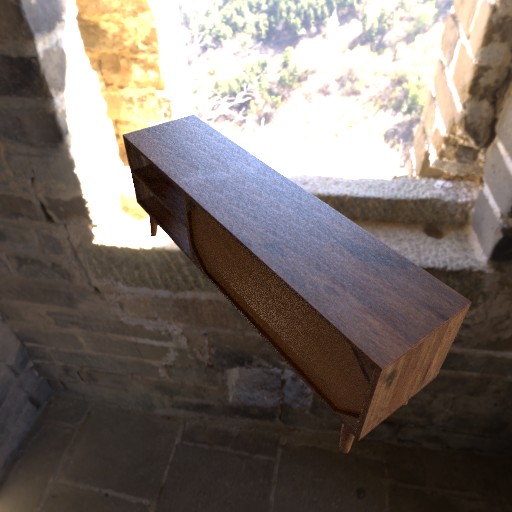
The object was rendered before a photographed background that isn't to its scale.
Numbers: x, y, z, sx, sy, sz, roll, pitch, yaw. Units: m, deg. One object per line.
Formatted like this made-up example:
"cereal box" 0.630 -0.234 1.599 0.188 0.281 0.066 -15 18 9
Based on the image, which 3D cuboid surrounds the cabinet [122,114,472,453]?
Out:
"cabinet" 0.000 0.000 1.703 0.349 0.528 1.448 -26 48 -26
